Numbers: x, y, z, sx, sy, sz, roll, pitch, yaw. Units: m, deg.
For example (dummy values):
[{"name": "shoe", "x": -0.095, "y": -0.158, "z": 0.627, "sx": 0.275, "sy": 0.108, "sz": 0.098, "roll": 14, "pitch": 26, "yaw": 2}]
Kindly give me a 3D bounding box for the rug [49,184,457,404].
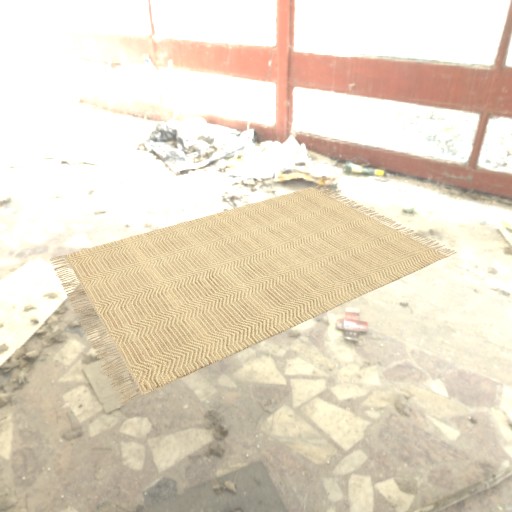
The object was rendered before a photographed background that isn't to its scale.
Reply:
[{"name": "rug", "x": 0.000, "y": 0.000, "z": 2.542, "sx": 2.021, "sy": 0.027, "sz": 1.224, "roll": -19, "pitch": 36, "yaw": -28}]
